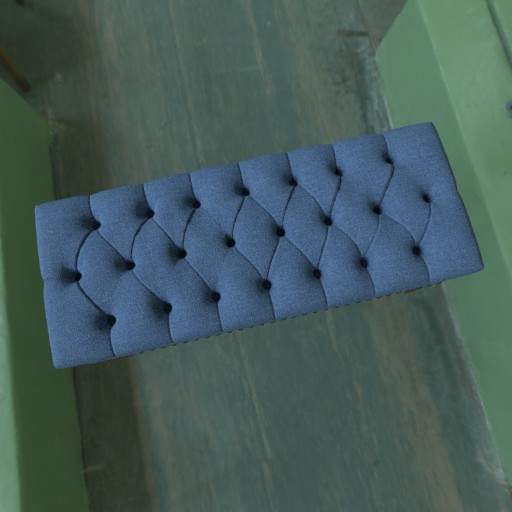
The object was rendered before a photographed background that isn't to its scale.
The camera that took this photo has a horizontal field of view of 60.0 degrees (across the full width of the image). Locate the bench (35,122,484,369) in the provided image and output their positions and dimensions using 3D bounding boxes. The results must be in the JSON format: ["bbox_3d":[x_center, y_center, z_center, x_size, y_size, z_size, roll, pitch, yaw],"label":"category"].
[{"bbox_3d":[0.000,0.000,1.291,1.052,0.492,0.417,-13,77,-3],"label":"bench"}]
